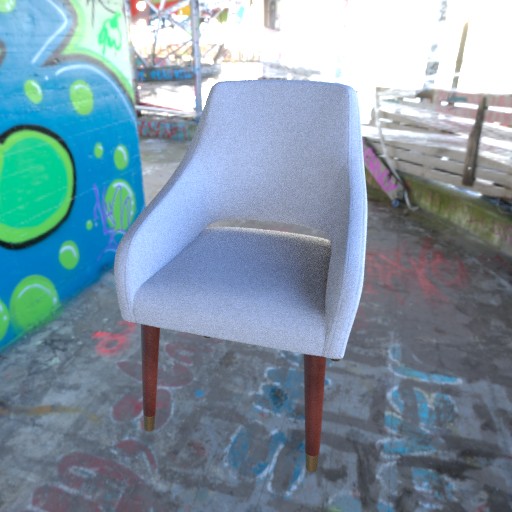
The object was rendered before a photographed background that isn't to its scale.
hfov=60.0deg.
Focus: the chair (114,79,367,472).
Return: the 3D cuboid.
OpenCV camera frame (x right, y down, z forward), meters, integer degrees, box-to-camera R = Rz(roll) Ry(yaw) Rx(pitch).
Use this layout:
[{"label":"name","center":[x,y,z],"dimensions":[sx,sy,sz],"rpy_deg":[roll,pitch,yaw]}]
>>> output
[{"label":"chair","center":[0.000,0.000,1.259],"dimensions":[0.609,0.889,0.600],"rpy_deg":[7,27,15]}]
